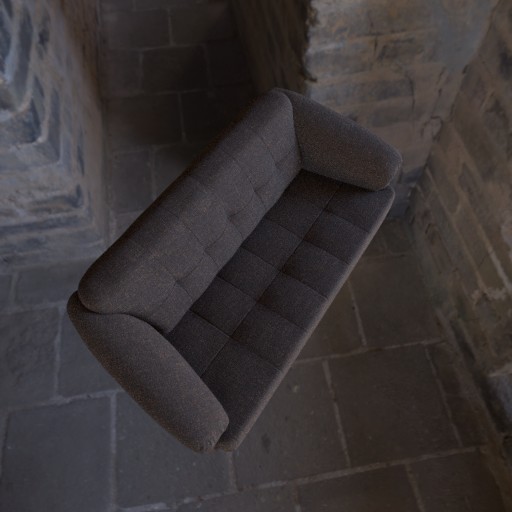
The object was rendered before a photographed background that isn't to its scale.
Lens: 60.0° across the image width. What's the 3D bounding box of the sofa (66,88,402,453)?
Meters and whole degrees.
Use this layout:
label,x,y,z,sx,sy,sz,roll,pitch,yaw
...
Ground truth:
label,x,y,z,sx,sy,sz,roll,pitch,yaw
sofa,0.000,0.000,2.303,0.887,0.790,1.849,30,65,16
